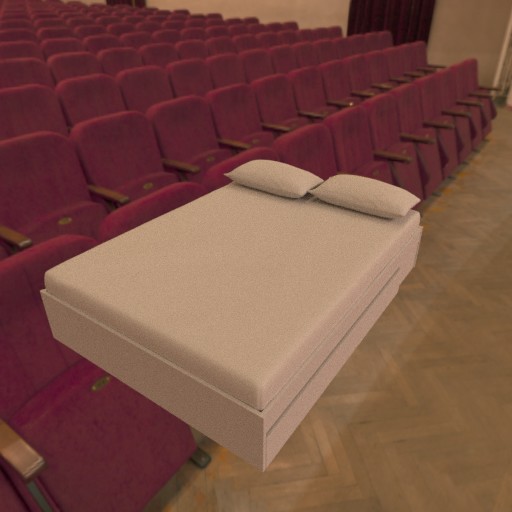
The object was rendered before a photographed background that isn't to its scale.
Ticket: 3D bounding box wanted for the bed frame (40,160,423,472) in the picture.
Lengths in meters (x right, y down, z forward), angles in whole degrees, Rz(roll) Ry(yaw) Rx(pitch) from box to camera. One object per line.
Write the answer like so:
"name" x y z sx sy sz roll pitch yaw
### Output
"bed frame" 0.000 0.000 2.694 1.450 0.629 1.950 19 35 30
